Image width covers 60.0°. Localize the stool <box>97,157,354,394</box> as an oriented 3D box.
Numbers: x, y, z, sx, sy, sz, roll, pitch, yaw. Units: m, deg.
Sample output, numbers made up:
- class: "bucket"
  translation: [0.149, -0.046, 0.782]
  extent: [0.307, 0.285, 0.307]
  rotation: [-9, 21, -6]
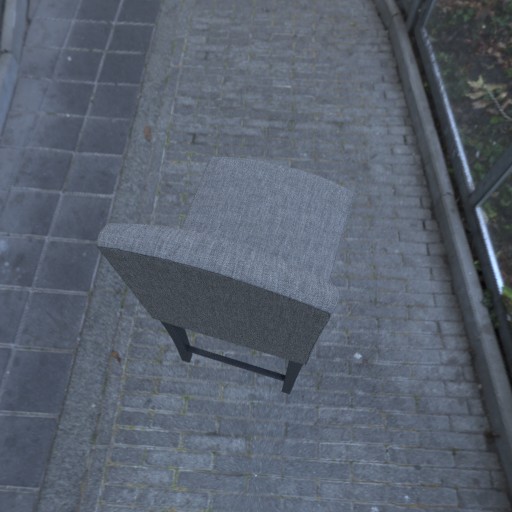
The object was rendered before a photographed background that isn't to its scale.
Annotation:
- class: "stool"
  translation: [0.000, 0.000, 1.275]
  extent: [0.451, 0.966, 0.552]
  rotation: [15, 65, 7]
